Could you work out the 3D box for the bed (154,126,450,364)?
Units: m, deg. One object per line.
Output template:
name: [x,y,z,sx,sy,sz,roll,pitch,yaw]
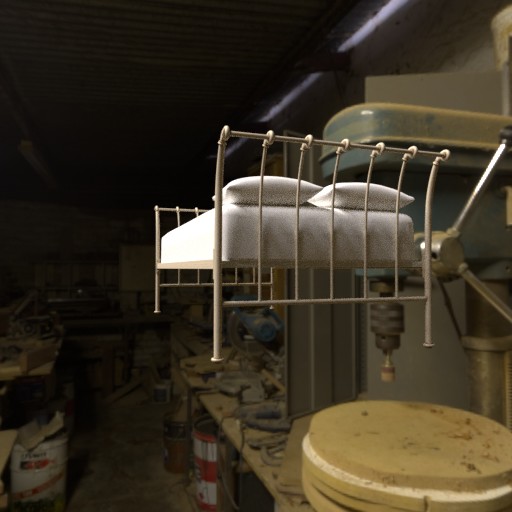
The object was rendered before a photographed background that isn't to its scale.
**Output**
bed: [0.000,0.000,2.774,1.032,0.873,2.228,1,-2,-19]
